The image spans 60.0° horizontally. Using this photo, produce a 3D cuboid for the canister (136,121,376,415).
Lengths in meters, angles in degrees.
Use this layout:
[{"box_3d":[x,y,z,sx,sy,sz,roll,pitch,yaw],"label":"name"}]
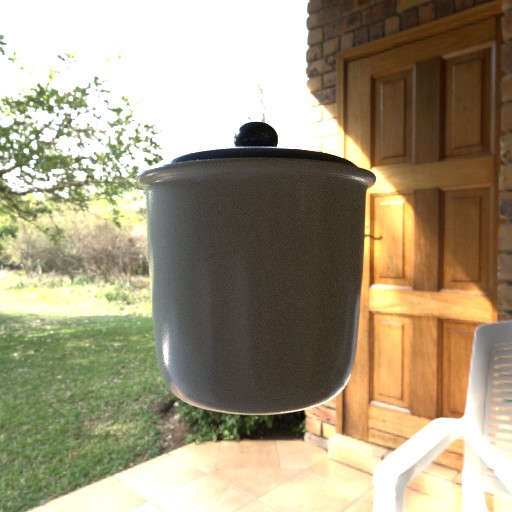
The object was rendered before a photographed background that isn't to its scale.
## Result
[{"box_3d":[0.000,0.000,0.348,0.182,0.208,0.182,0,1,0],"label":"canister"}]
